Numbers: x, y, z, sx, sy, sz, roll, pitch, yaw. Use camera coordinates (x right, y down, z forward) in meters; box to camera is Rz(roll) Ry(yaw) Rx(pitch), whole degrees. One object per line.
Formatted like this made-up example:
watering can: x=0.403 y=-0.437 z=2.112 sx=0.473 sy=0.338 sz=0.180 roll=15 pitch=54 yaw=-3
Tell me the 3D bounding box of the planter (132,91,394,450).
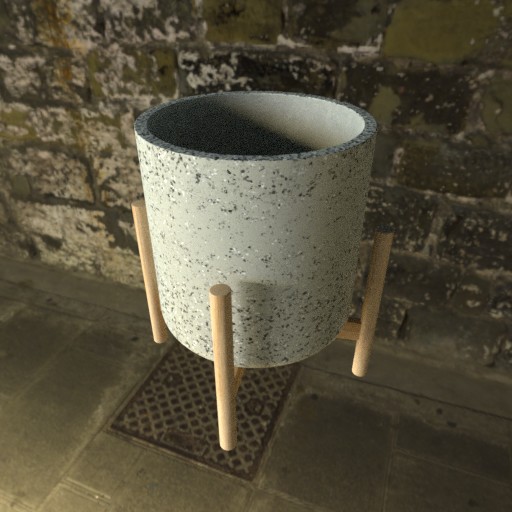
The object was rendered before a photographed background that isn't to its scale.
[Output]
planter: x=0.000 y=0.000 z=0.679 sx=0.360 sy=0.419 sz=0.360 roll=21 pitch=38 yaw=29
